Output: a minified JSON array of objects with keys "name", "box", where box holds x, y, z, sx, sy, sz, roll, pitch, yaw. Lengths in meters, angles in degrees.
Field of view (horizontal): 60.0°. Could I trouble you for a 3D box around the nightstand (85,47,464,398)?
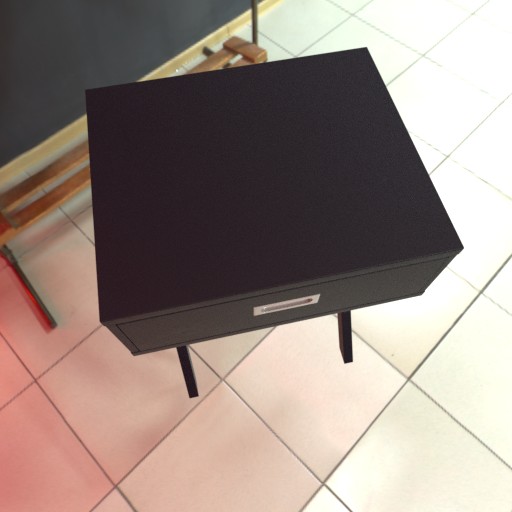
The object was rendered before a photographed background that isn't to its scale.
[{"name":"nightstand","box":[0.000,0.000,0.930,0.479,0.623,0.402,-11,64,-5]}]
